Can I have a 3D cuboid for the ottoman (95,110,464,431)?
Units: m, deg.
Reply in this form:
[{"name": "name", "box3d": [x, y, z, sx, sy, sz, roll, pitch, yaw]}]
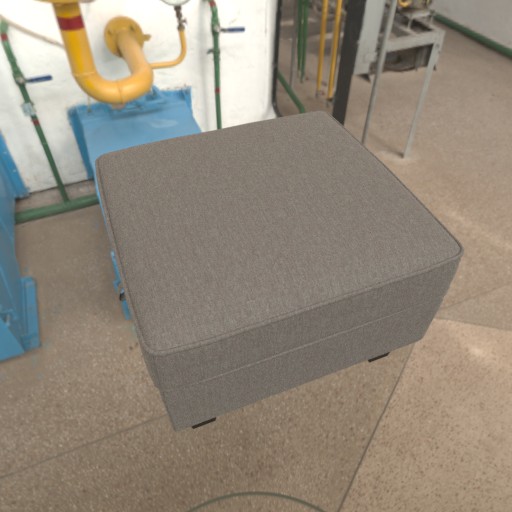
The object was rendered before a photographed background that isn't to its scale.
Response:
[{"name": "ottoman", "box3d": [0.000, 0.000, 1.413, 0.871, 0.612, 0.808, -16, 48, -15]}]
